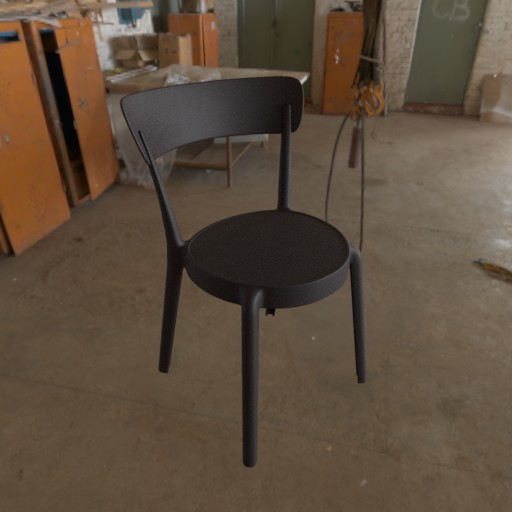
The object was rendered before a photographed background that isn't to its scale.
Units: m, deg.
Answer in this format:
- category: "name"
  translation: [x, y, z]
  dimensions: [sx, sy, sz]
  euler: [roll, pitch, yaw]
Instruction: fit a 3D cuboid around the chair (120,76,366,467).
- category: "chair"
  translation: [0.000, 0.000, 1.137]
  dimensions: [0.506, 0.790, 0.491]
  euler: [-23, 37, -34]
